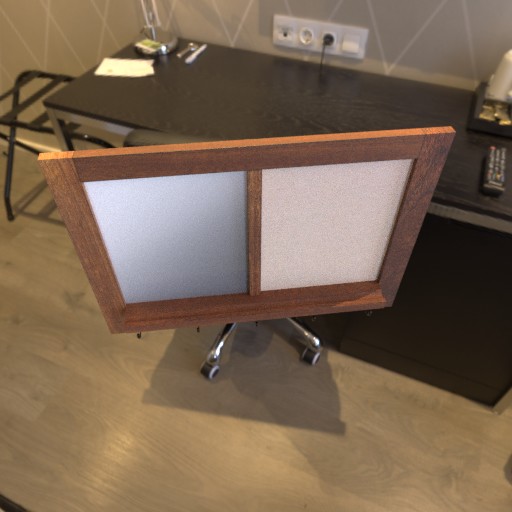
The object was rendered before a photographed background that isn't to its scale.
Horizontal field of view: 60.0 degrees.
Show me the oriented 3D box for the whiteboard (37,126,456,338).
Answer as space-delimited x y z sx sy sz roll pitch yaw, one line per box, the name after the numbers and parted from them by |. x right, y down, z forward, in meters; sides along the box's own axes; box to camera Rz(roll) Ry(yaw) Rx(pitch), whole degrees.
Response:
0.000 0.000 1.014 0.783 0.559 0.083 -5 47 -5 | whiteboard
